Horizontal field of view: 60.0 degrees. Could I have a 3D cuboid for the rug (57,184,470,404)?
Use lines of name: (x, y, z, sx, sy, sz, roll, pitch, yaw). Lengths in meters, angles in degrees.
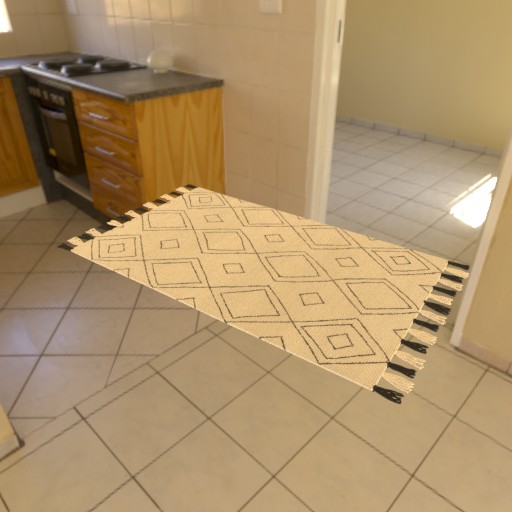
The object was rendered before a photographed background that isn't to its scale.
rug: (0.000, 0.000, 3.325, 2.755, 0.021, 1.524, 20, 37, 29)
